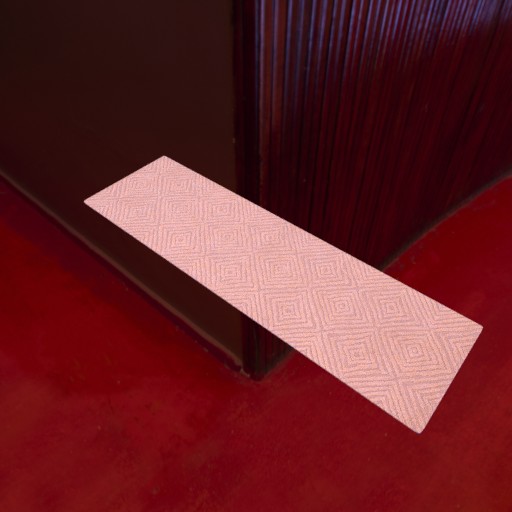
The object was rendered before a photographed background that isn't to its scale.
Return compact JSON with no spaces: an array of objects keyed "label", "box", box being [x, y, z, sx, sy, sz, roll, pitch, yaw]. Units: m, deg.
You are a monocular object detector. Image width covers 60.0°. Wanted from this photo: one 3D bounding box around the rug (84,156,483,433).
[{"label":"rug","box":[0.000,0.000,2.453,2.277,0.008,0.676,31,53,27]}]
